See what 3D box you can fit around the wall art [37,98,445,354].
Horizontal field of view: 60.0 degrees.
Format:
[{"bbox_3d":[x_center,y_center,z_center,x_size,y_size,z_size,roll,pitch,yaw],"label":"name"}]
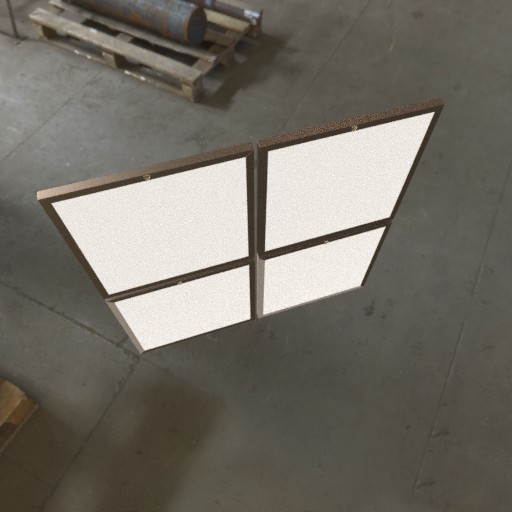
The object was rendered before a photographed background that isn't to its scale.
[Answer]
[{"bbox_3d":[0.000,0.000,1.518,1.032,1.032,0.030,-15,60,-9],"label":"wall art"}]
